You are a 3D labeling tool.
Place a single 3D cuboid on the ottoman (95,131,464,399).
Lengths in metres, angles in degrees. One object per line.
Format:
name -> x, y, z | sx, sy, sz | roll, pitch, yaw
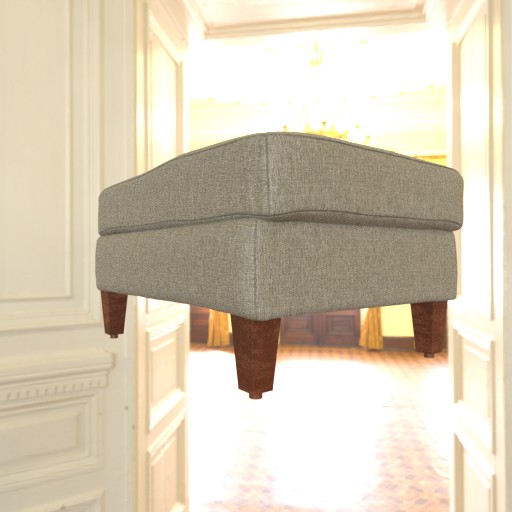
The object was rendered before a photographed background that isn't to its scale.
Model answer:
ottoman -> 0.000, 0.000, 1.209 | 0.639, 0.494, 0.873 | 0, 0, -37
